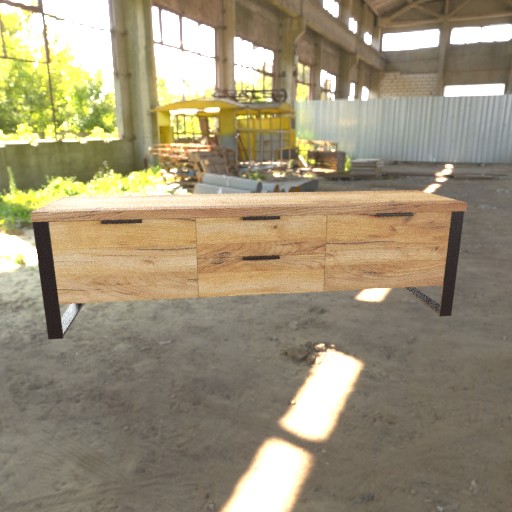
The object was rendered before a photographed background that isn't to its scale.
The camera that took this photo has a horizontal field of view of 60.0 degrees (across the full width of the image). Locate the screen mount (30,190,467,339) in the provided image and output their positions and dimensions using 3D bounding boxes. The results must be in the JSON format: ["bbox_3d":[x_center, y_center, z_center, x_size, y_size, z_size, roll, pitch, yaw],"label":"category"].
[{"bbox_3d":[0.000,0.000,1.766,1.524,0.450,0.395,-2,16,-8],"label":"screen mount"}]
